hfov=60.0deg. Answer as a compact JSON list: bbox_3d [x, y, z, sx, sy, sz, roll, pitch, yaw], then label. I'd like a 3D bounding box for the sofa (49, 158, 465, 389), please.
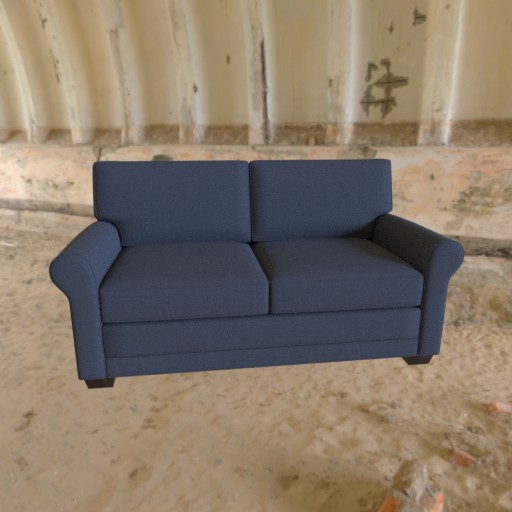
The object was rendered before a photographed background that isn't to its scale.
[{"bbox_3d":[0.000,0.000,2.478,1.930,1.020,0.940,-2,16,-8],"label":"sofa"}]
